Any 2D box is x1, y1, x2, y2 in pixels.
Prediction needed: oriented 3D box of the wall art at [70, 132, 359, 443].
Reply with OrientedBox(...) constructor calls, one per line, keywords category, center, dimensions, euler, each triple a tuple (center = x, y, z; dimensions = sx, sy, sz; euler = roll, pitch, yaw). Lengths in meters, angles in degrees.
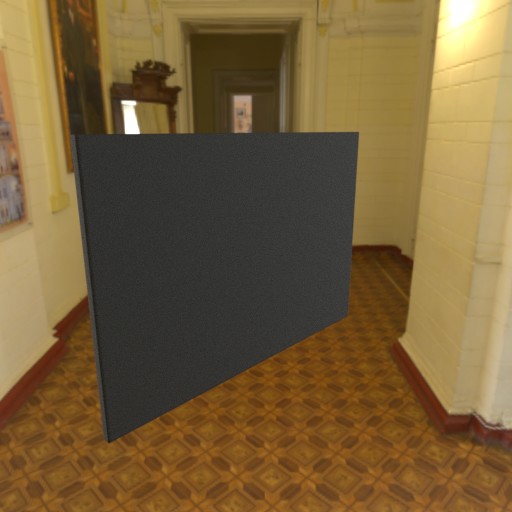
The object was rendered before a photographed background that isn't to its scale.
OrientedBox(category="wall art", center=(0.000, 0.000, 1.231), dimensions=(0.964, 0.659, 0.049), euler=(-15, 22, -42))
